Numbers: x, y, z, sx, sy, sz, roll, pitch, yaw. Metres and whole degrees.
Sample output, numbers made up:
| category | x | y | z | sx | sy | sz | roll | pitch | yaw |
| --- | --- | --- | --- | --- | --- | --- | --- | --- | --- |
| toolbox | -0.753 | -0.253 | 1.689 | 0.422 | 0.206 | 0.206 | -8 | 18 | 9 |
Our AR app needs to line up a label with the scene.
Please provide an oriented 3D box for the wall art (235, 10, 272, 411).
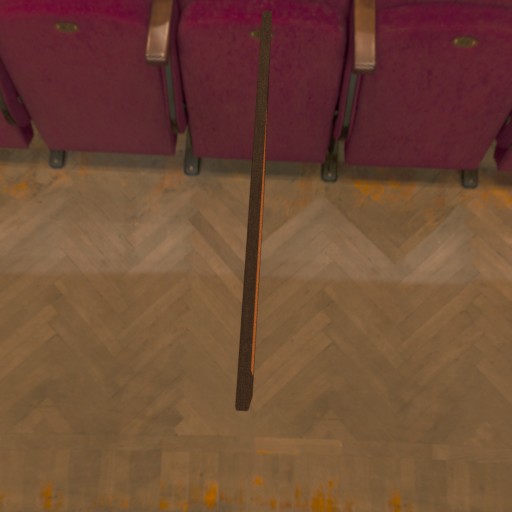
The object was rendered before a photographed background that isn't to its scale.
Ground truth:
| category | x | y | z | sx | sy | sz | roll | pitch | yaw |
| --- | --- | --- | --- | --- | --- | --- | --- | --- | --- |
| wall art | 0.000 | 0.000 | 0.763 | 0.013 | 0.570 | 0.476 | 3 | 74 | 1 |
